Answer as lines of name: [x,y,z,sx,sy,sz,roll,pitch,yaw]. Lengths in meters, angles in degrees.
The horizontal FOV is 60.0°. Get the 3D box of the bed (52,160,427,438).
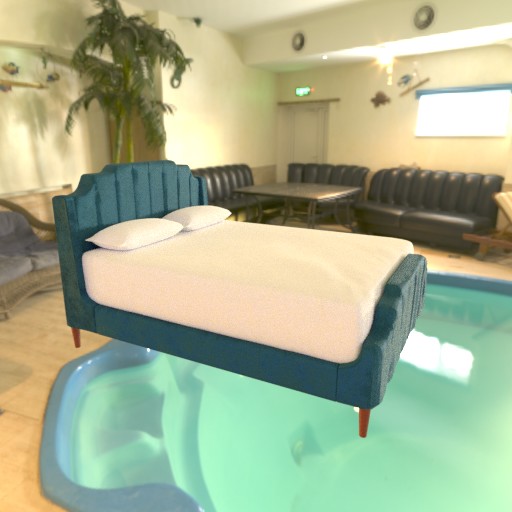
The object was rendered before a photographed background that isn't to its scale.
bed: [0.000,0.000,3.358,2.322,1.338,1.678,8,17,27]
